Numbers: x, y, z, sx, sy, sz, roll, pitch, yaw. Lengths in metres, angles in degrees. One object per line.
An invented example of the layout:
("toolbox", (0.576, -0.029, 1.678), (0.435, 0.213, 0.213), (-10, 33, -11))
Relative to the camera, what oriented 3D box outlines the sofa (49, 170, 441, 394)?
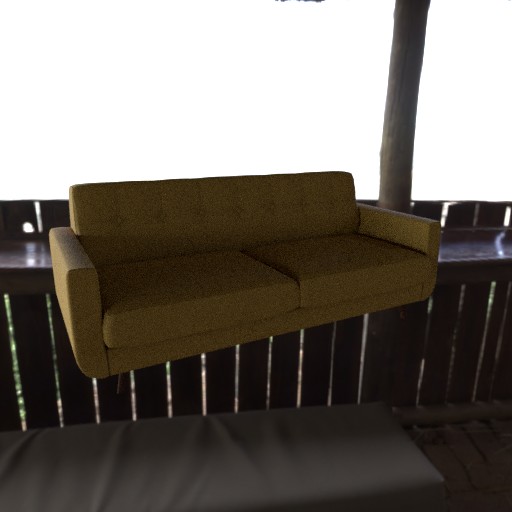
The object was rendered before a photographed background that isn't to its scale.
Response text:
("sofa", (0.000, 0.000, 2.477), (2.029, 0.841, 0.909), (-8, 18, -27))
